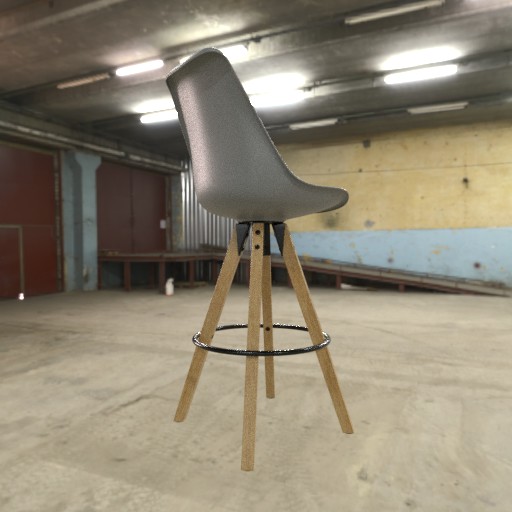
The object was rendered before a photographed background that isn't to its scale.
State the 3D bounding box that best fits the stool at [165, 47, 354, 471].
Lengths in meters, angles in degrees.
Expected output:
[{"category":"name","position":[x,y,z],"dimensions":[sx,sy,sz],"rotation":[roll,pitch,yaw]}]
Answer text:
[{"category":"stool","position":[0.000,0.000,1.429],"dimensions":[0.550,1.115,0.485],"rotation":[-1,2,-36]}]
